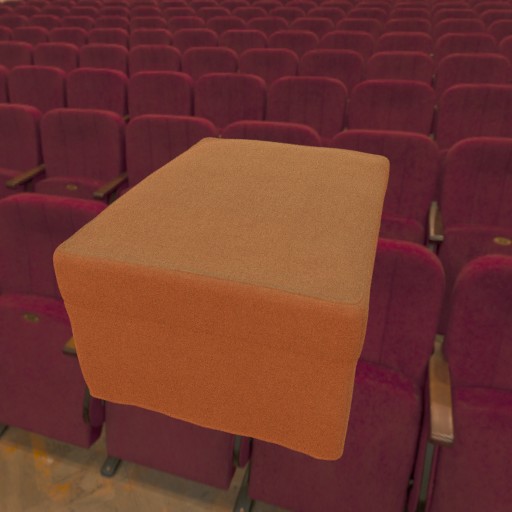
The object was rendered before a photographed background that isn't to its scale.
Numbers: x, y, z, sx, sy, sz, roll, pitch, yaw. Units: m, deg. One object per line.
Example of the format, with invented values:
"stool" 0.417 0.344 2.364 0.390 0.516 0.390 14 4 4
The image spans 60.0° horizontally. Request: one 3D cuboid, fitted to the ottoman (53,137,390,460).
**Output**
"ottoman" 0.000 0.000 1.245 0.650 0.485 0.833 9 33 15
